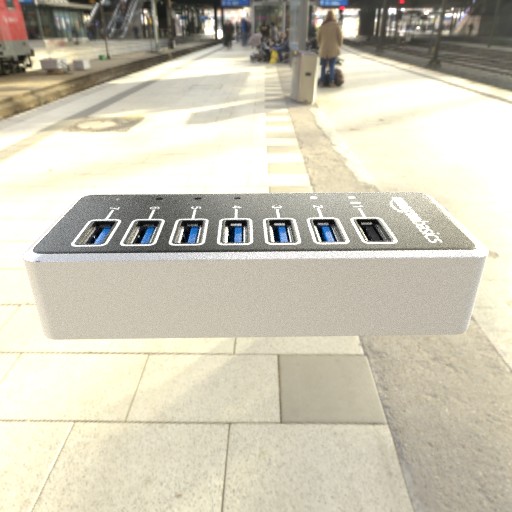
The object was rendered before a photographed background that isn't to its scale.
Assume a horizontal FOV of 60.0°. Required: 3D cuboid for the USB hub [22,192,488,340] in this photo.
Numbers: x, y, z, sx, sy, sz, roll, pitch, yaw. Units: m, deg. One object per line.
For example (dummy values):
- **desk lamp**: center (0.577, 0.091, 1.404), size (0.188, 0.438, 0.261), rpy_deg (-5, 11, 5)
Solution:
- **USB hub**: center (0.000, 0.000, 0.125), size (0.110, 0.023, 0.044), rpy_deg (-1, 28, -1)
